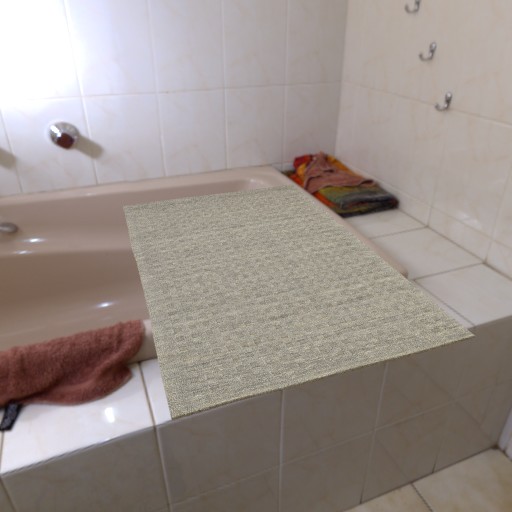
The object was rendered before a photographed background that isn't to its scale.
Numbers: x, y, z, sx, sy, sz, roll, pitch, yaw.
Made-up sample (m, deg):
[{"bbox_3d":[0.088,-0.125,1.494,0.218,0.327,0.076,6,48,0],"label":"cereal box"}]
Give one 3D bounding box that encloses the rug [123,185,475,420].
[{"bbox_3d":[0.000,0.000,2.945,1.532,0.018,2.297,-10,31,-17],"label":"rug"}]
